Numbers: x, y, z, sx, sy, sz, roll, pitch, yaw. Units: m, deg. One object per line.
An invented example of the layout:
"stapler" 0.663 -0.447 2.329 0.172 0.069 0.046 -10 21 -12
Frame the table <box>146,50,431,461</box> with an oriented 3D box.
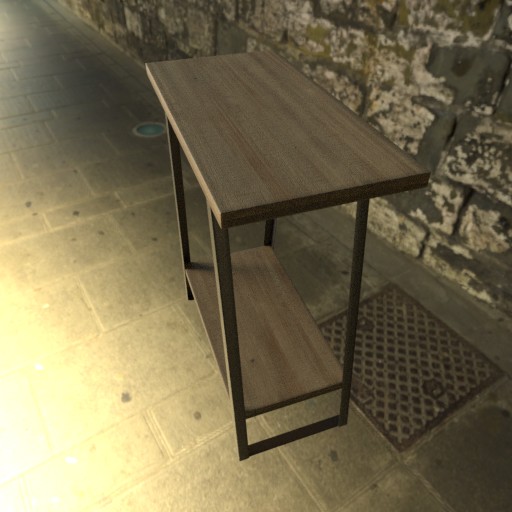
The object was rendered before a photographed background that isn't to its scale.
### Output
"table" 0.000 0.000 1.010 0.300 0.701 0.599 -13 42 -14
